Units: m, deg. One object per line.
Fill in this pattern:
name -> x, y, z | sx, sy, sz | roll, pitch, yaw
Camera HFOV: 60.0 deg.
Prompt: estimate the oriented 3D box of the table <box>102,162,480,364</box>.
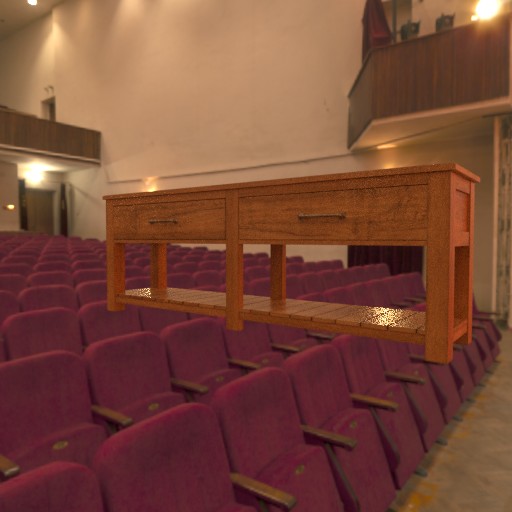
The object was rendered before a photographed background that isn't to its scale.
table -> 0.000, 0.000, 2.073 | 1.815, 0.635, 0.425 | 2, 3, 36
